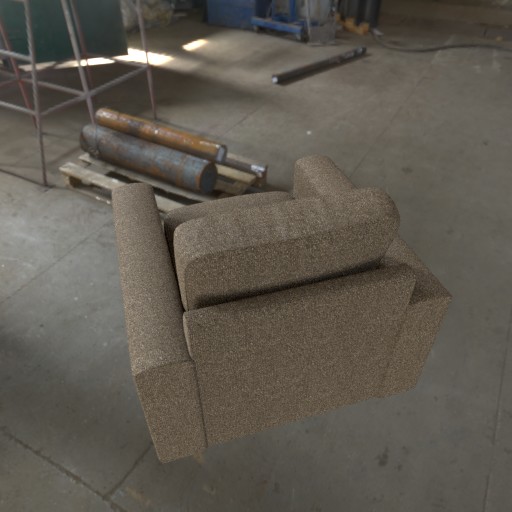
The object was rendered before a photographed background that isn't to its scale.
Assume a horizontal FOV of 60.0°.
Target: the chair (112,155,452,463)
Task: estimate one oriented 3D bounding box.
[{"bbox_3d":[0.000,0.000,1.729,1.005,0.873,1.016,-11,42,-13],"label":"chair"}]
